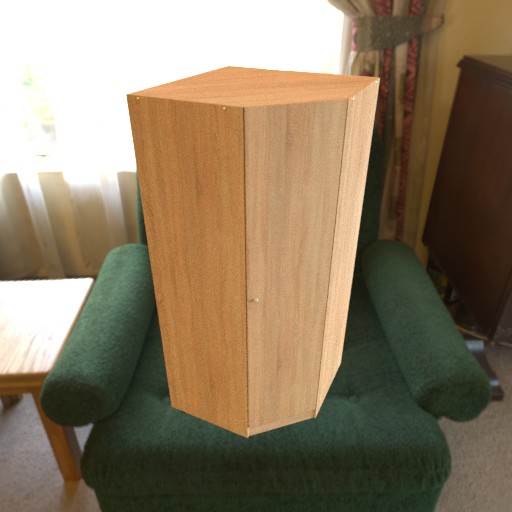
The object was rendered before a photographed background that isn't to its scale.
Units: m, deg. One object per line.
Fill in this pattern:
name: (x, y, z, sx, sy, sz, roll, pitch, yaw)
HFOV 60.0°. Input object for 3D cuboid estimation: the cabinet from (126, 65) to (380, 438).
cabinet: (0.000, 0.000, 2.846, 1.327, 2.120, 1.094, -10, 33, -16)
